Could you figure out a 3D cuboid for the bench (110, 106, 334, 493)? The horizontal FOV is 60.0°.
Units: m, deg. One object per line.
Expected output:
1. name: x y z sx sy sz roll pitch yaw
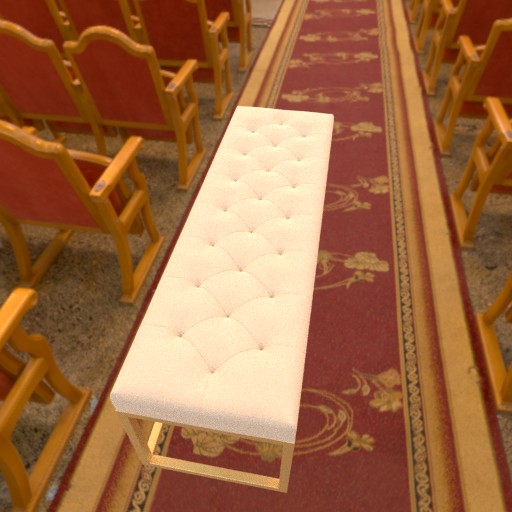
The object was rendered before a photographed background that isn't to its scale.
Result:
1. bench: 0.000 0.000 1.695 0.457 0.484 1.473 7 46 7
